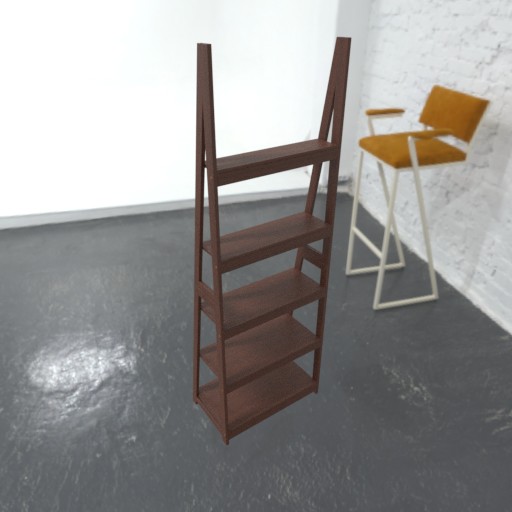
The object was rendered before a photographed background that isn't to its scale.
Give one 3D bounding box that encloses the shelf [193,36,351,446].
[{"bbox_3d":[0.000,0.000,2.002,0.600,1.770,0.350,-19,34,-30],"label":"shelf"}]
